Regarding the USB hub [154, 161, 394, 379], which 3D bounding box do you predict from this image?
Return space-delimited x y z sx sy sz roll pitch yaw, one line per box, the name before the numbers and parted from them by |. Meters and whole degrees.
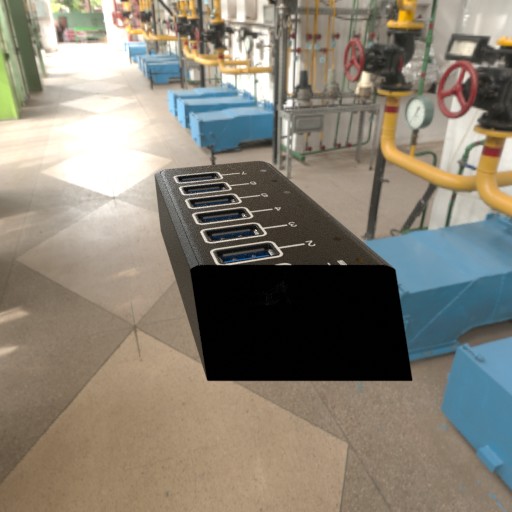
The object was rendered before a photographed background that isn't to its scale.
USB hub | 0.000 0.000 0.128 0.044 0.023 0.110 -9 30 -16
